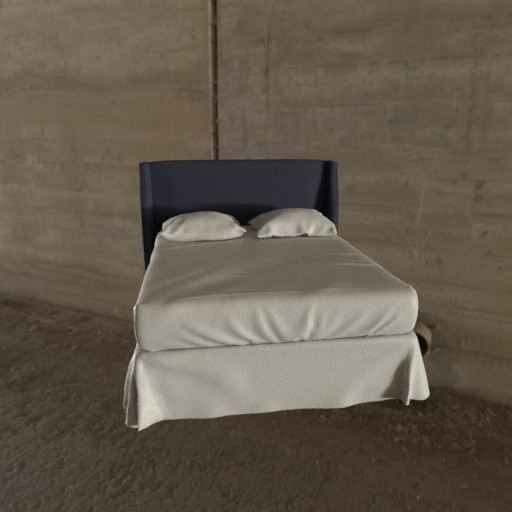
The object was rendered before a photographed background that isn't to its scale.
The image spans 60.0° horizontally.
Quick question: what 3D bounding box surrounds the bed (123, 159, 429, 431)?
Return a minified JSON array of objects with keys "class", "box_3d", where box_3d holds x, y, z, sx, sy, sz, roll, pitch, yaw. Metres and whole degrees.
[{"class":"bed","box_3d":[0.000,0.000,3.428,1.925,1.332,2.276,-2,16,-8]}]
